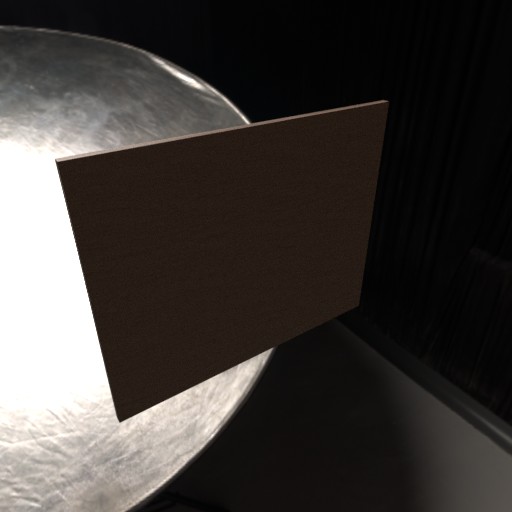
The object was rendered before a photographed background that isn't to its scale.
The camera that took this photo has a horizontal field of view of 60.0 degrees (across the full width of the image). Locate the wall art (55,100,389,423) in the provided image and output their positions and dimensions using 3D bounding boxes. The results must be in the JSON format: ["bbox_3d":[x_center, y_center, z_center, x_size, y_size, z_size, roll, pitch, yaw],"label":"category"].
[{"bbox_3d":[0.000,0.000,0.691,0.508,0.406,0.013,-20,36,-29],"label":"wall art"}]
